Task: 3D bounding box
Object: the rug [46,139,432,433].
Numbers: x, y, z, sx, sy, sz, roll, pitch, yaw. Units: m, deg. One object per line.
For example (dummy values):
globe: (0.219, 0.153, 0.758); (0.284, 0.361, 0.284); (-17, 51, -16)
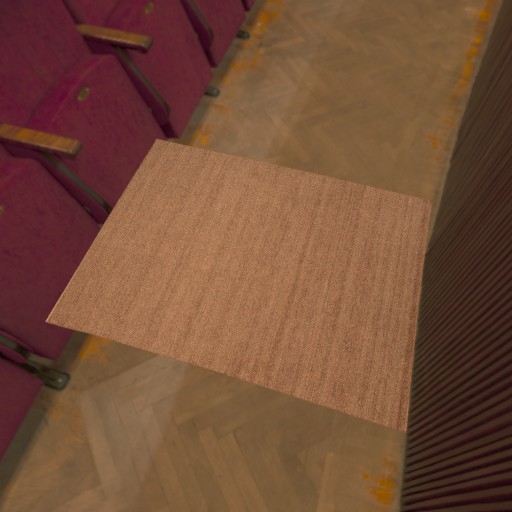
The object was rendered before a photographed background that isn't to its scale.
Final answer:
rug: (0.000, 0.000, 5.107); (3.778, 0.053, 2.873); (15, 59, 9)
